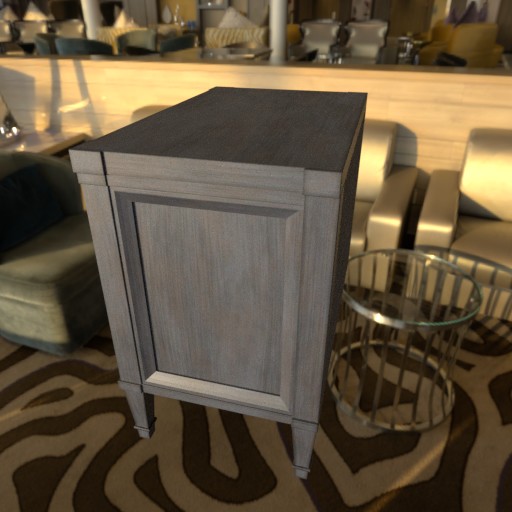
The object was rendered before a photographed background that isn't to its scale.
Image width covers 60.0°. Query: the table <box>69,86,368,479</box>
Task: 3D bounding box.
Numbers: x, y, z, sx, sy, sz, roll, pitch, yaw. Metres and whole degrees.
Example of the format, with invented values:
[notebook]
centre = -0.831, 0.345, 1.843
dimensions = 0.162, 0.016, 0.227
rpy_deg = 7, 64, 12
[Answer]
[table]
centre = 0.000, 0.000, 1.059
dimensions = 0.413, 0.660, 0.660
rpy_deg = 8, 30, 13
